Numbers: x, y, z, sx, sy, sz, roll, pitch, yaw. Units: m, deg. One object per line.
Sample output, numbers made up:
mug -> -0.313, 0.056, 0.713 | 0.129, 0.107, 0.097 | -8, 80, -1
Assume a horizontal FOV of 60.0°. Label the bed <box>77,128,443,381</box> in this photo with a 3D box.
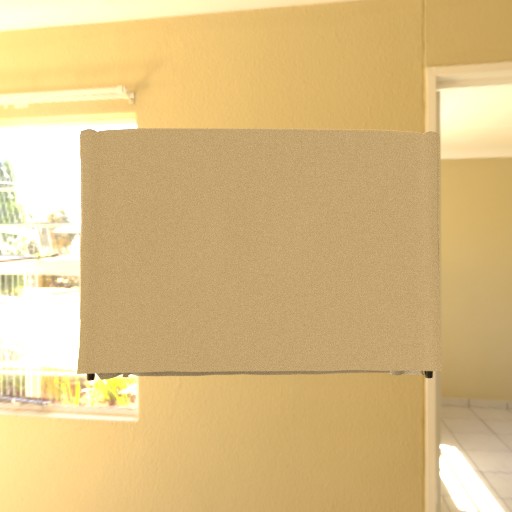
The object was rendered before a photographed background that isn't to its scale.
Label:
bed -> 0.000, 0.000, 3.438 | 1.925, 1.332, 2.276 | 0, -1, -2
